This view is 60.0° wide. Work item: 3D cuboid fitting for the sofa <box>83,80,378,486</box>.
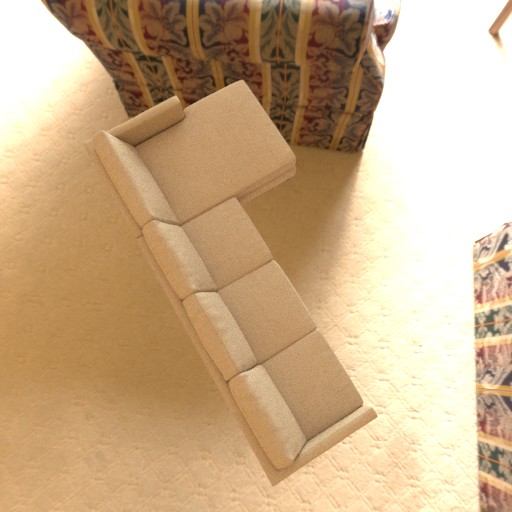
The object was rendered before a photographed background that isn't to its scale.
[{"bbox_3d":[0.000,0.000,3.847,1.625,0.846,3.186,-30,78,-7],"label":"sofa"}]
